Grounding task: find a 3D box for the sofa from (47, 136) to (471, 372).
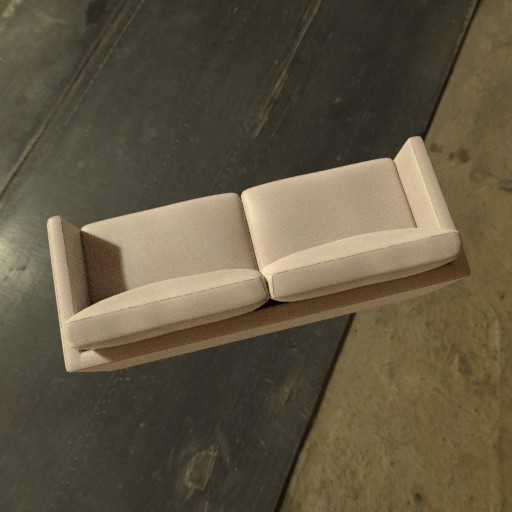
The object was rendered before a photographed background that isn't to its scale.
[{"bbox_3d":[0.000,0.000,2.846,2.361,0.968,0.951,-13,76,-3],"label":"sofa"}]
